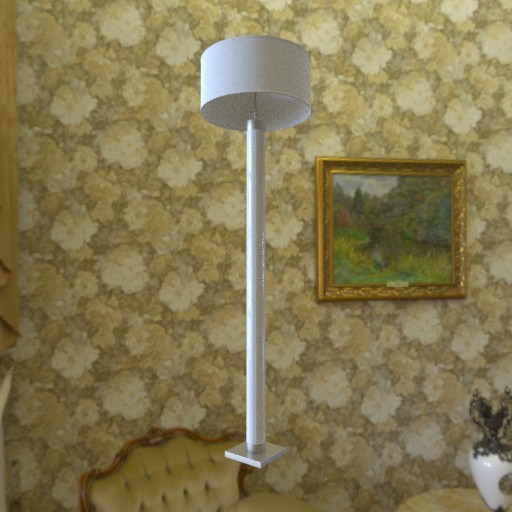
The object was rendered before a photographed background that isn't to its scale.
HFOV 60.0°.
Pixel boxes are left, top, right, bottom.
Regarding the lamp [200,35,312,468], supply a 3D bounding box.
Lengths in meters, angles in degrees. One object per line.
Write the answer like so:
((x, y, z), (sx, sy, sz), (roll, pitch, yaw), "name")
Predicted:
((0.000, 0.000, 1.659), (0.420, 1.475, 0.420), (-1, -2, 37), "lamp")
